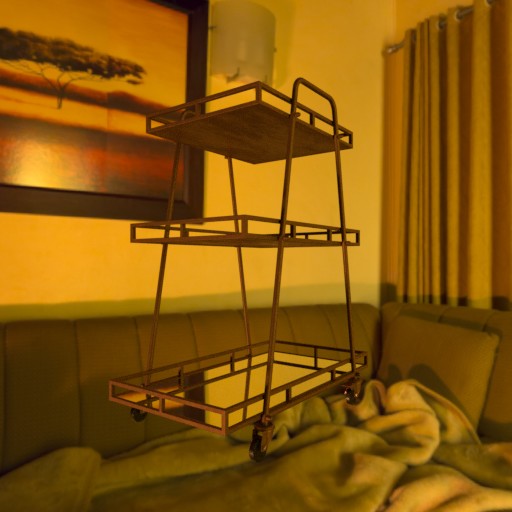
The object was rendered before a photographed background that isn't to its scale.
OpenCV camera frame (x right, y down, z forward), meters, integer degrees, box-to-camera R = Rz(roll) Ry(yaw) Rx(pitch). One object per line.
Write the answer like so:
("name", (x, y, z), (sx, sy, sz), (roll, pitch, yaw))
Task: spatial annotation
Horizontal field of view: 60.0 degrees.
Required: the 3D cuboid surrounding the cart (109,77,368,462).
("cart", (0.000, 0.000, 1.276), (0.441, 0.883, 0.711), (-1, -1, 37))
